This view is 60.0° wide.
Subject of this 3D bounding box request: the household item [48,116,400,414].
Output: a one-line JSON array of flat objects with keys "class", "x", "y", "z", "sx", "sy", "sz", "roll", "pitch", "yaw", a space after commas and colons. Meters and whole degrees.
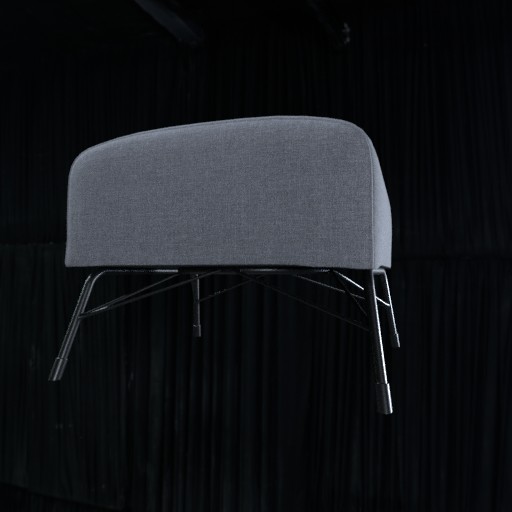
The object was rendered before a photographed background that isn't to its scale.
[{"class": "household item", "x": 0.000, "y": 0.000, "z": 0.881, "sx": 0.530, "sy": 0.410, "sz": 0.530, "roll": -1, "pitch": -2, "yaw": 19}]
